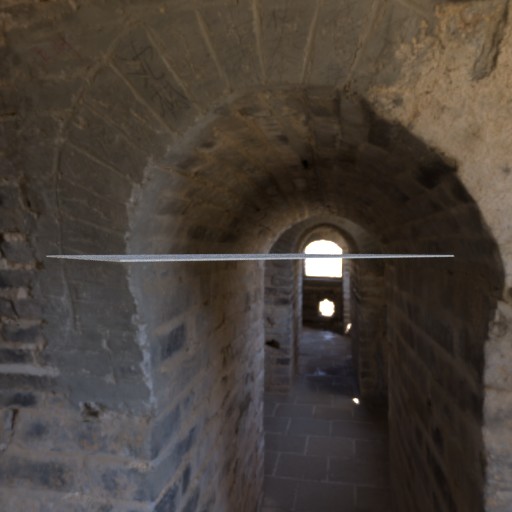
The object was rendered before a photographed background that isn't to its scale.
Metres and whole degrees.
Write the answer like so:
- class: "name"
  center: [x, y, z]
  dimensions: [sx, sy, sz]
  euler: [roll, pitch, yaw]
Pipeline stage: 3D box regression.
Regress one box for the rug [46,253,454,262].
- class: "rug"
  center: [0.000, 0.000, 3.109]
  dimensions: [2.430, 0.010, 1.515]
  euler: [-1, 1, -36]
